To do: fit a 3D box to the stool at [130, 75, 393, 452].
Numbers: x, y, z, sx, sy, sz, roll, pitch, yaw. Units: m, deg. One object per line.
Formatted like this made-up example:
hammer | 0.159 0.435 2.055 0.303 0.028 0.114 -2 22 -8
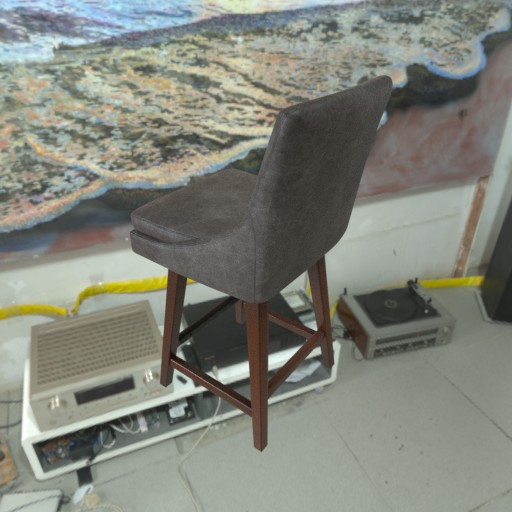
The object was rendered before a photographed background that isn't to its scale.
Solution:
stool | 0.000 0.000 1.366 0.587 1.046 0.492 22 38 31
